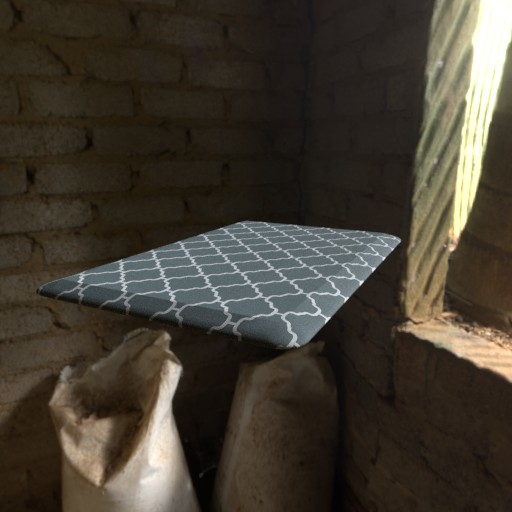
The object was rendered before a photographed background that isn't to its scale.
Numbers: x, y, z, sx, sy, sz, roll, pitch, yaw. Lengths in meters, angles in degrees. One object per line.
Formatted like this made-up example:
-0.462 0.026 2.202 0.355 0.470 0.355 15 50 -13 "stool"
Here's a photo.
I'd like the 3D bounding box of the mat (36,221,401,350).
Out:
0.000 0.000 0.985 0.508 0.021 0.762 7 16 26 "mat"
